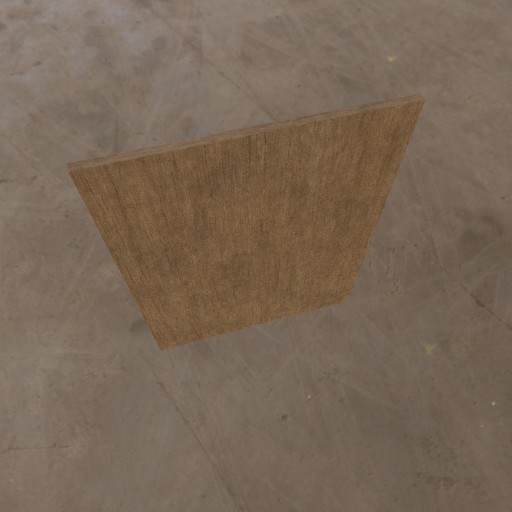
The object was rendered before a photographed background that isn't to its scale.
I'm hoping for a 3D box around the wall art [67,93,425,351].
[{"bbox_3d":[0.000,0.000,0.932,0.534,0.686,0.018,-14,59,-8],"label":"wall art"}]
